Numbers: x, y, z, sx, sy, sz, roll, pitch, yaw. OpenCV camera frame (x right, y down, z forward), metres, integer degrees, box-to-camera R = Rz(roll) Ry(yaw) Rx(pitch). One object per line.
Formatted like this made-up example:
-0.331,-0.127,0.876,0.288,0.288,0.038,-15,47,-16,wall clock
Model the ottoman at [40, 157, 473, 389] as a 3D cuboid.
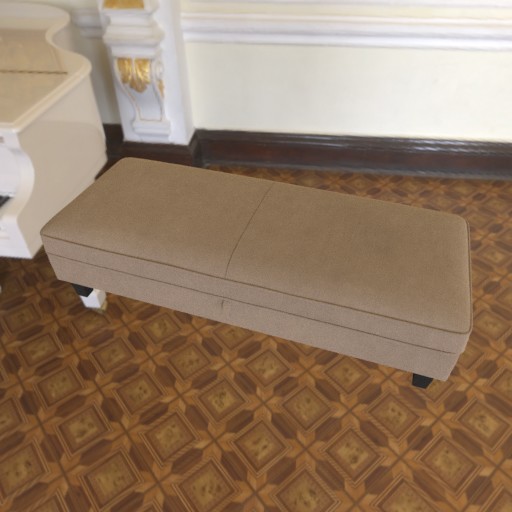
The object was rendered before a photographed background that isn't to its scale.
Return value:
0.000,0.000,1.981,1.726,0.460,0.735,12,42,14,ottoman
